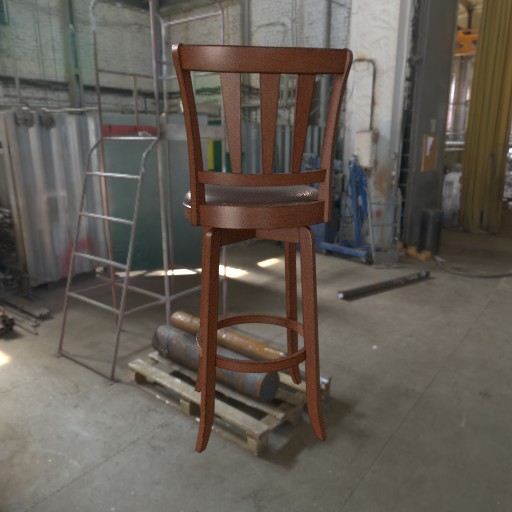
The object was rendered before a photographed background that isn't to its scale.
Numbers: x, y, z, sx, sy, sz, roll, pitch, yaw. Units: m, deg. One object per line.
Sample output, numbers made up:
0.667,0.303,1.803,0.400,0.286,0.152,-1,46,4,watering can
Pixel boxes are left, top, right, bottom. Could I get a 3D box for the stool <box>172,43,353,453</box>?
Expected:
0.000,0.000,1.421,0.464,1.177,0.503,-2,15,-8,stool
